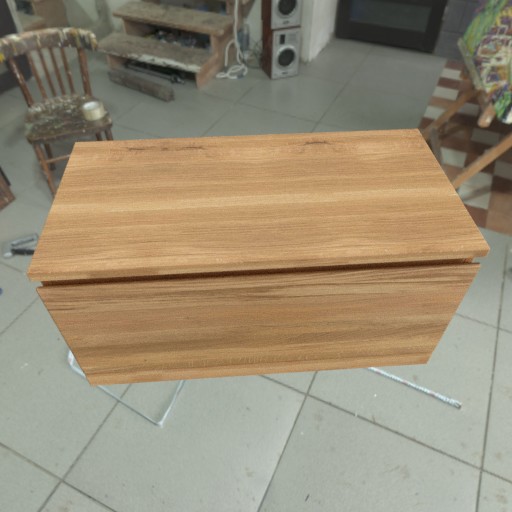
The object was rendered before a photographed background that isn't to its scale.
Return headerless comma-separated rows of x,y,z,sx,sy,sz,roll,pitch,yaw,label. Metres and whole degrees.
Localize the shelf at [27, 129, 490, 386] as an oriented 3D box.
0.000,0.000,1.042,0.800,0.400,0.400,-3,47,-3,shelf
